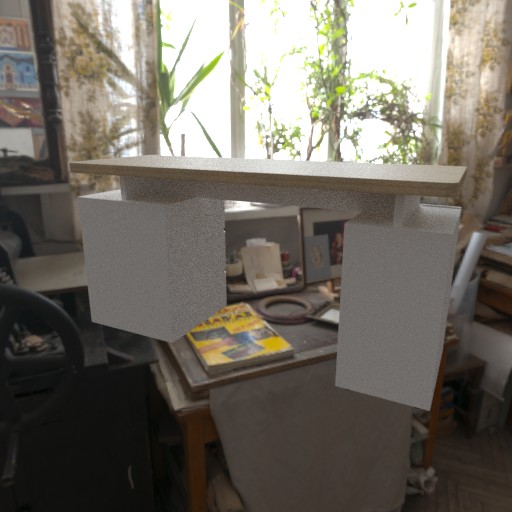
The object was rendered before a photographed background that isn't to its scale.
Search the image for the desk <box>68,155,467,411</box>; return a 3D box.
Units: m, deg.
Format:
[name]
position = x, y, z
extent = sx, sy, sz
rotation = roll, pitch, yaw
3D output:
[desk]
position = 0.000, 0.000, 1.858
extent = 1.500, 0.755, 0.550
rotation = 8, 18, 26
